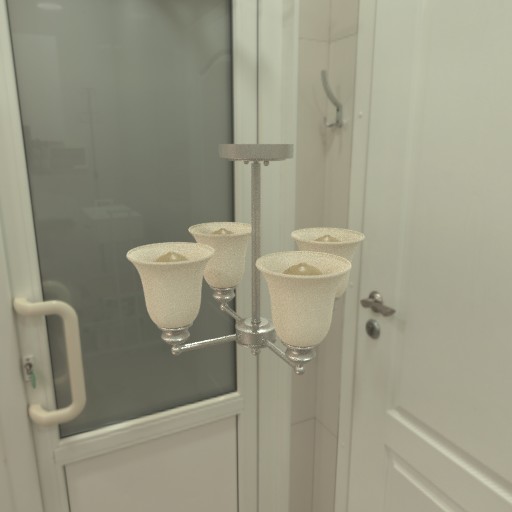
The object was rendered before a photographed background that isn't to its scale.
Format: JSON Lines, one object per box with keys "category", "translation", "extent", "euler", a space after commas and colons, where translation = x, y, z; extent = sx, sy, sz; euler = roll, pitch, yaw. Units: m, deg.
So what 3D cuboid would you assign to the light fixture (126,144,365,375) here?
{"category": "light fixture", "translation": [0.000, 0.000, 0.756], "extent": [0.427, 0.370, 0.427], "euler": [-7, 16, -26]}
